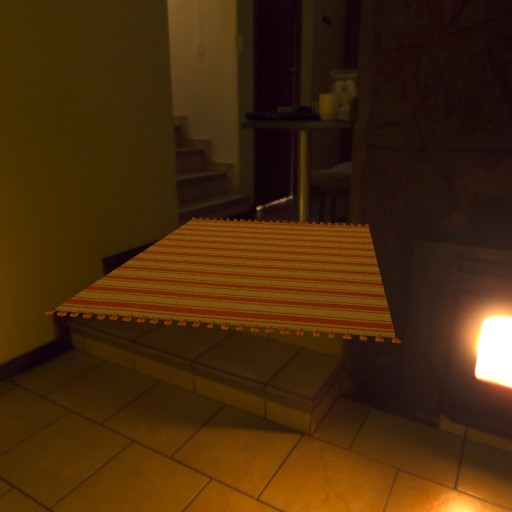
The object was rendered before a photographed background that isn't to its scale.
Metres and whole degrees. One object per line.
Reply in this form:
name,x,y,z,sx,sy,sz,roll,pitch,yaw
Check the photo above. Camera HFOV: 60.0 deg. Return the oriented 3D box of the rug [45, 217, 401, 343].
rug,0.000,0.000,4.541,2.451,0.035,3.369,3,17,10
